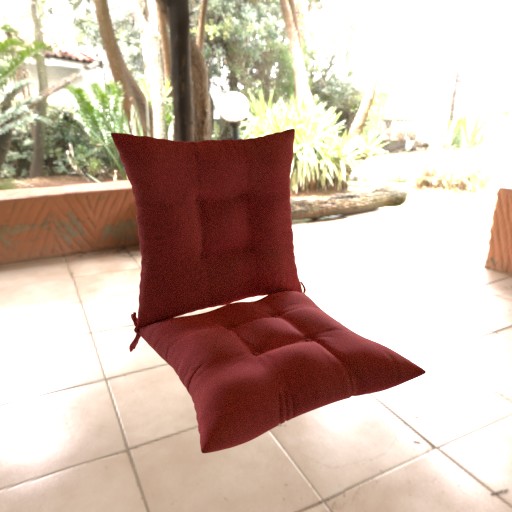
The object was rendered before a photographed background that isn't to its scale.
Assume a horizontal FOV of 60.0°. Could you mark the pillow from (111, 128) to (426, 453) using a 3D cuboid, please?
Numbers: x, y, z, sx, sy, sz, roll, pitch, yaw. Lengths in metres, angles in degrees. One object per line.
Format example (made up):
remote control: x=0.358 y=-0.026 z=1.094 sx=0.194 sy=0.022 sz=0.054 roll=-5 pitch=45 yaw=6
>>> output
pillow: x=0.000 y=0.000 z=1.002 sx=0.541 sy=0.536 sz=0.585 roll=-9 pitch=20 yaw=-26
